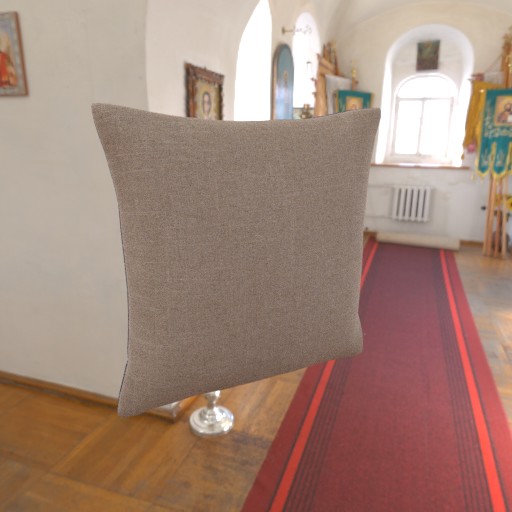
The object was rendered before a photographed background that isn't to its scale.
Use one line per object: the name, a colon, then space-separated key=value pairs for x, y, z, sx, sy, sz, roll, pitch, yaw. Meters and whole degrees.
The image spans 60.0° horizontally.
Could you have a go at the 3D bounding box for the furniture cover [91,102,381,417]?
furniture cover: x=0.000 y=0.000 z=0.778 sx=0.511 sy=0.503 sz=0.162 roll=-8 pitch=18 yaw=-25
